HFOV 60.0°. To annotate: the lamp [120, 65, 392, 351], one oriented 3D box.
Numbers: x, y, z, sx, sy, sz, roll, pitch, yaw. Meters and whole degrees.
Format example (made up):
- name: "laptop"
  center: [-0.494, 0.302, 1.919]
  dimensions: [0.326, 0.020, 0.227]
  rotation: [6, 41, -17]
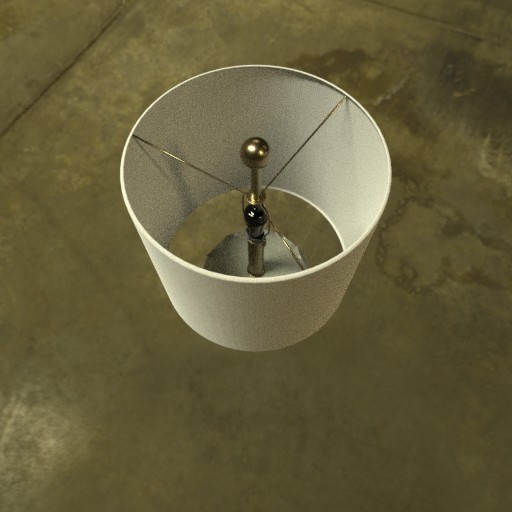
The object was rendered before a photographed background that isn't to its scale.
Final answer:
- name: "lamp"
  center: [0.000, 0.000, 0.599]
  dimensions: [0.254, 0.452, 0.254]
  rotation: [0, 63, 0]
